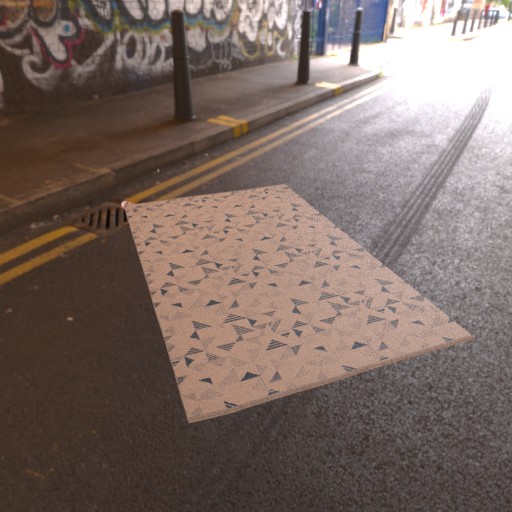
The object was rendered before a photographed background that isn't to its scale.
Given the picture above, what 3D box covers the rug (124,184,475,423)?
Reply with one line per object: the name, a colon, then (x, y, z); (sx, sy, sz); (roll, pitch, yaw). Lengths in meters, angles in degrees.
rug: (0.000, 0.000, 3.055); (1.512, 0.009, 2.457); (-11, 31, -18)
